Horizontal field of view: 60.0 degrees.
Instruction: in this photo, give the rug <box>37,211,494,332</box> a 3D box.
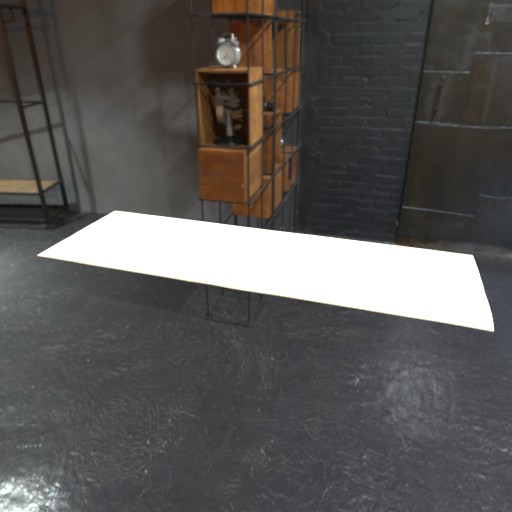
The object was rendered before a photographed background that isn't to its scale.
[{"bbox_3d":[0.000,0.000,2.600,2.450,0.014,0.793,8,27,16],"label":"rug"}]
